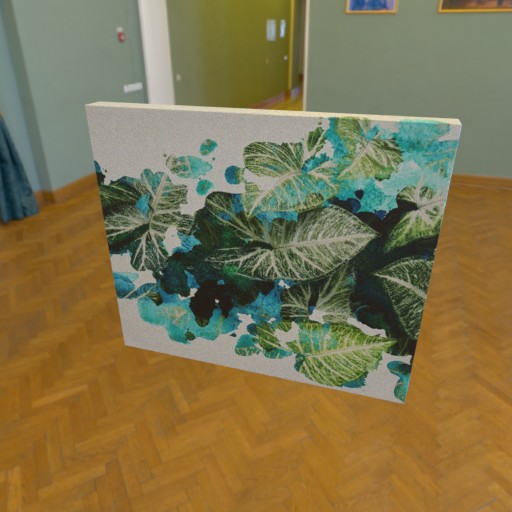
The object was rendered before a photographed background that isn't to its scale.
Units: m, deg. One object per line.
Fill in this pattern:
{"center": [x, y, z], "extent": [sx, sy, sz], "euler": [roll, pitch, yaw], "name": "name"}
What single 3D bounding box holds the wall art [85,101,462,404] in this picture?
{"center": [0.000, 0.000, 0.691], "extent": [0.507, 0.435, 0.041], "euler": [8, 28, 15], "name": "wall art"}
